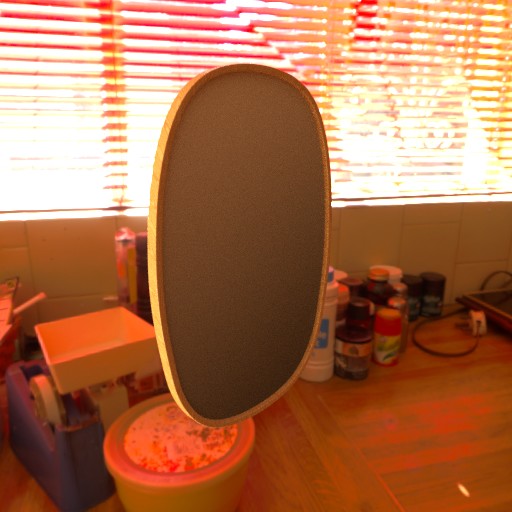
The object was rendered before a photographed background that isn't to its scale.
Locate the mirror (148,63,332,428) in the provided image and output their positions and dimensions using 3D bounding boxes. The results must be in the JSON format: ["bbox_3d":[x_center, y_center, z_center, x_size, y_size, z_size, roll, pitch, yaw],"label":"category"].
[{"bbox_3d":[0.000,0.000,1.346,0.724,1.075,0.037,-15,21,-43],"label":"mirror"}]
